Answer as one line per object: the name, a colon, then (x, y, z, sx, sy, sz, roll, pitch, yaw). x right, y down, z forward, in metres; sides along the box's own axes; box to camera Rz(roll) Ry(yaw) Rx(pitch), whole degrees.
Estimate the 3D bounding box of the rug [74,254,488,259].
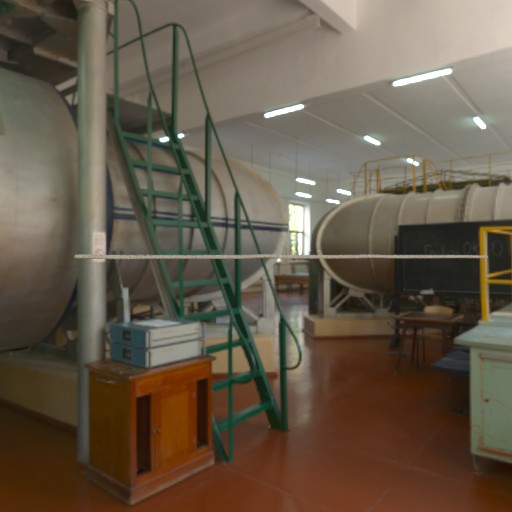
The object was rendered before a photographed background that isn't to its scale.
rug: (0.000, 0.000, 0.902, 0.639, 0.006, 0.548, 0, 0, -17)
